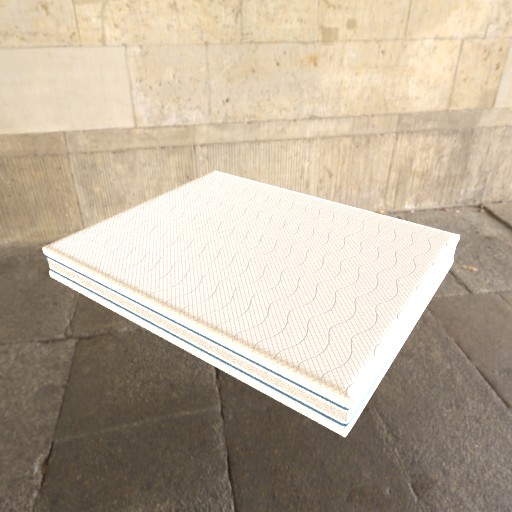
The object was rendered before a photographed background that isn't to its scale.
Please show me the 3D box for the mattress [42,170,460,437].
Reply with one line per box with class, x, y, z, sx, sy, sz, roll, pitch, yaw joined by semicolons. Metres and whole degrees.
mattress;0.000;0.000;2.757;2.000;0.230;1.600;20;36;30
